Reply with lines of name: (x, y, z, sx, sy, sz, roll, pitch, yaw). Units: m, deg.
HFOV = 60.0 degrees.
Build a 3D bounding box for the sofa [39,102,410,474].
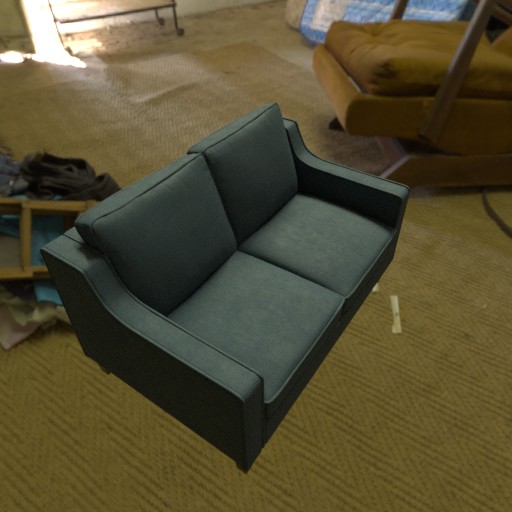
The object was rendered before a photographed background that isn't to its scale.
sofa: (0.000, 0.000, 2.157, 0.987, 0.971, 1.501, 25, 47, 25)
